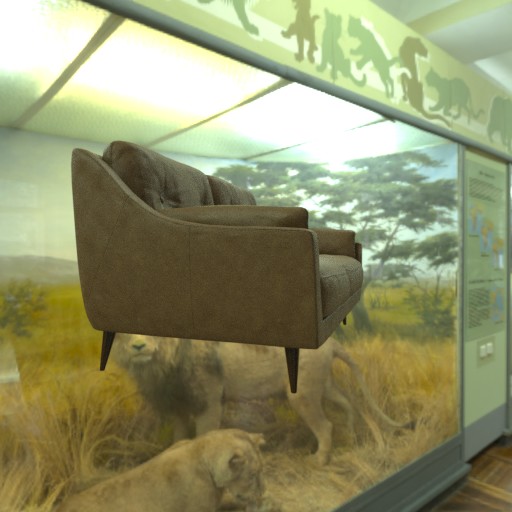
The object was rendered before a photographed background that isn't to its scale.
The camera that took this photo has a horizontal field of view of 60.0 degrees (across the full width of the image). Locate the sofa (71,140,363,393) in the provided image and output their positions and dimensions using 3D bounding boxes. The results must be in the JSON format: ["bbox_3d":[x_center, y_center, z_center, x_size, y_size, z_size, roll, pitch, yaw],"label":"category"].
[{"bbox_3d":[0.000,0.000,2.242,0.981,0.886,1.731,0,1,18],"label":"sofa"}]
